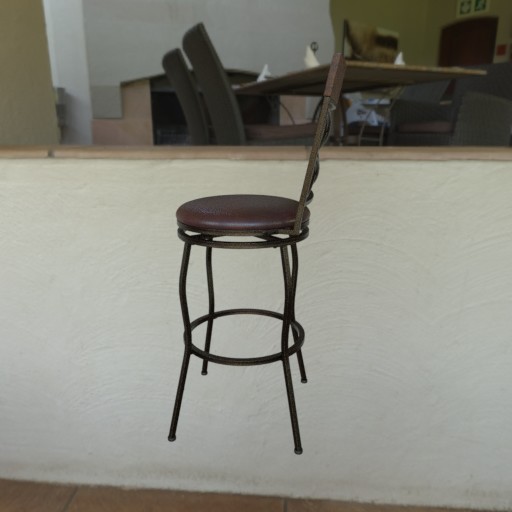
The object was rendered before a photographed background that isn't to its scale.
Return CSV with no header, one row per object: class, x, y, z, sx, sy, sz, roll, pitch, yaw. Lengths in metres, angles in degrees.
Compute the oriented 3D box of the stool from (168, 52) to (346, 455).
stool,0.000,0.000,1.432,0.513,1.130,0.448,2,16,8
